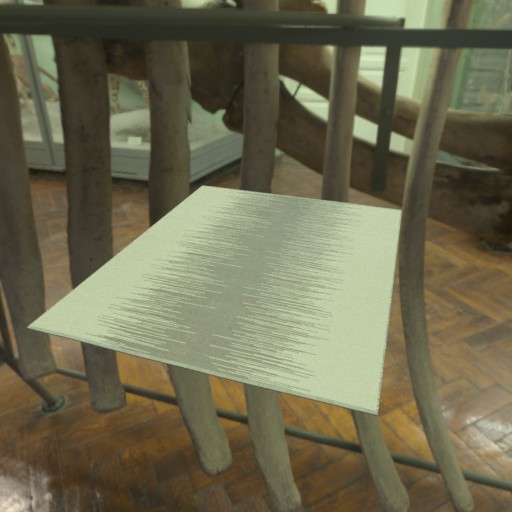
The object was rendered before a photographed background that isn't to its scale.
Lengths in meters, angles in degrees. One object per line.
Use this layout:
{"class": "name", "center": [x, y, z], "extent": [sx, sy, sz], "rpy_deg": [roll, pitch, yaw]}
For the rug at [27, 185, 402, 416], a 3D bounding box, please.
{"class": "rug", "center": [0.000, 0.000, 4.075], "extent": [2.453, 0.010, 3.037], "rpy_deg": [9, 31, 16]}
